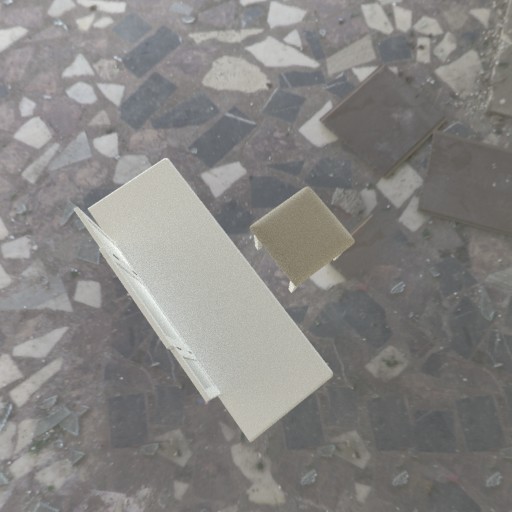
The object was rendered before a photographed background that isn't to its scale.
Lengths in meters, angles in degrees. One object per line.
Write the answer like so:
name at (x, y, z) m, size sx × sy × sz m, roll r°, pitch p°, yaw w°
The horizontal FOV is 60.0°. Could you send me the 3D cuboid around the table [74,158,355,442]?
table at (0.000, 0.000, 2.266) m, size 1.115 × 1.310 × 1.369 m, roll -36°, pitch 78°, yaw -9°
